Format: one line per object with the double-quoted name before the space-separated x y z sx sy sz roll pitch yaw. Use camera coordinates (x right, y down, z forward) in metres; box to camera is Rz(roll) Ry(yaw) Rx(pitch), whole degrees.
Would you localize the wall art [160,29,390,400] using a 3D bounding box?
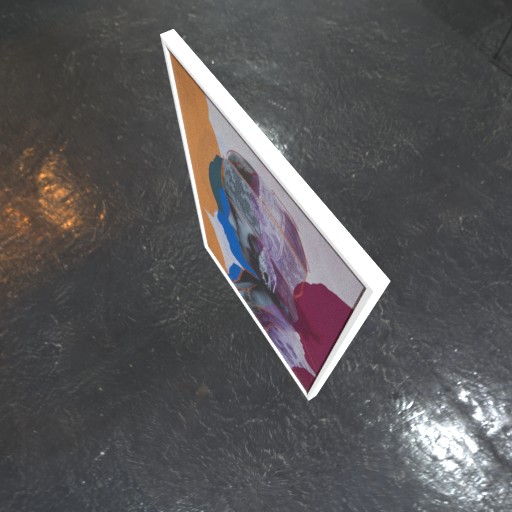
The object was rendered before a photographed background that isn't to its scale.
"wall art" 0.000 0.000 1.377 0.039 1.050 0.795 -30 66 -15
